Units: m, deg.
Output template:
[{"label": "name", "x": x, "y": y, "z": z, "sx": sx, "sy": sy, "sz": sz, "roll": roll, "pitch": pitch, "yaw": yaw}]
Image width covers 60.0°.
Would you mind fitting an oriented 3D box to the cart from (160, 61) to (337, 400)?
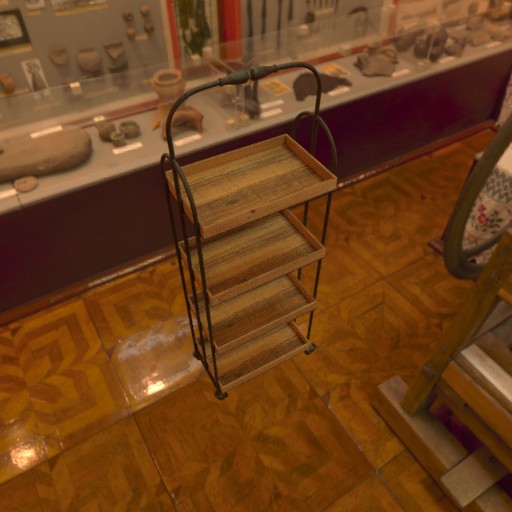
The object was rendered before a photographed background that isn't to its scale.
[{"label": "cart", "x": 0.000, "y": 0.000, "z": 1.731, "sx": 0.581, "sy": 1.481, "sz": 0.308, "roll": -23, "pitch": 51, "yaw": -20}]
